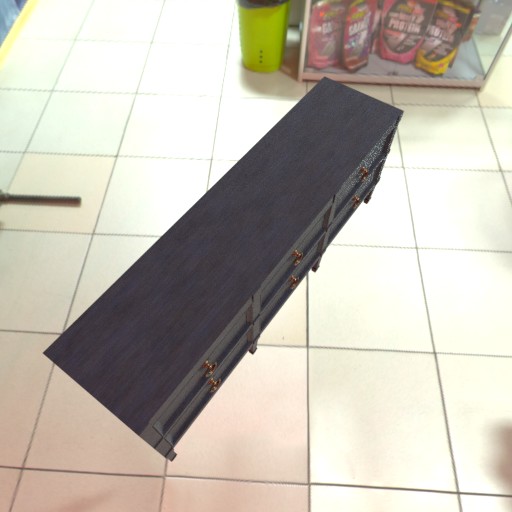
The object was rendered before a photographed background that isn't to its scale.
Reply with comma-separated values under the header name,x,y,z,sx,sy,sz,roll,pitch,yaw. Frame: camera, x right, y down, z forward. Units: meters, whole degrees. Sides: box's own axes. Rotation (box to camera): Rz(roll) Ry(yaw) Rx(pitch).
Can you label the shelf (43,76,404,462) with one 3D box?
name,x,y,z,sx,sy,sz,roll,pitch,yaw
shelf,0.000,0.000,2.173,0.471,0.715,1.878,32,63,18
